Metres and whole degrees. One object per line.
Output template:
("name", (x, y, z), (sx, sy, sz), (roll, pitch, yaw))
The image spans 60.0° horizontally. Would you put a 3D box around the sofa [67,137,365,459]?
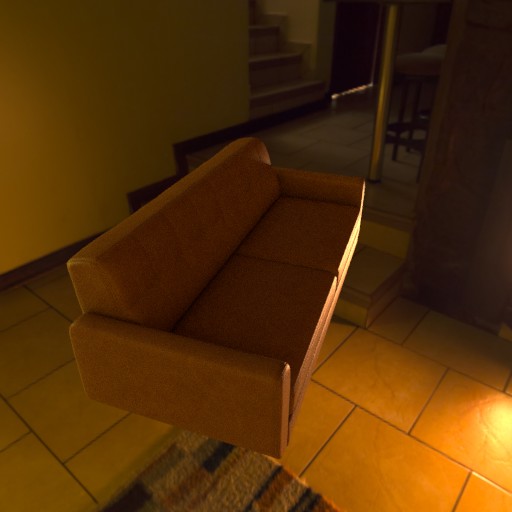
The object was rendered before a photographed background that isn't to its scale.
("sofa", (0.000, 0.000, 2.623), (0.980, 0.892, 2.137), (10, 32, 17))
